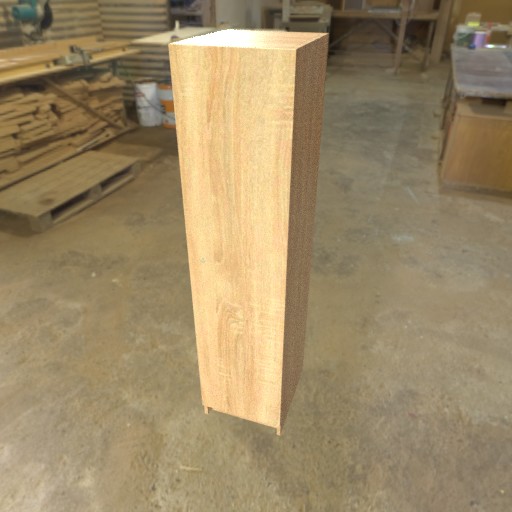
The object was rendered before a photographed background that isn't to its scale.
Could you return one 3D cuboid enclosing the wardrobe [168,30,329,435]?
[{"bbox_3d":[0.000,0.000,2.387,0.496,2.117,0.588,10,33,16],"label":"wardrobe"}]
